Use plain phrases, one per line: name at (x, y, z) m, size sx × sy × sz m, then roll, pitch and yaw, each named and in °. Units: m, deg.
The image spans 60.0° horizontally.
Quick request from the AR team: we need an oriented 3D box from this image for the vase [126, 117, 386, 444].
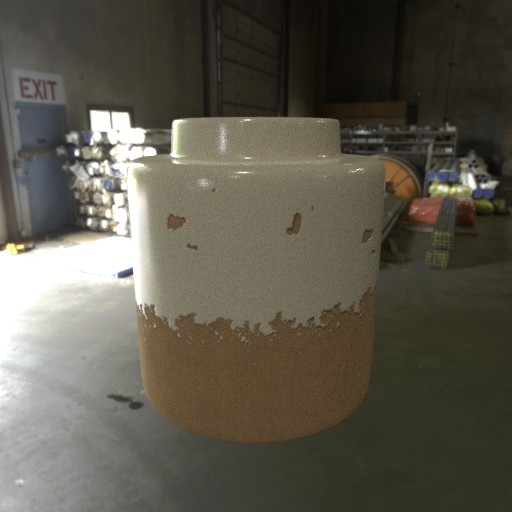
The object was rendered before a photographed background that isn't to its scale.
vase at (0.000, 0.000, 0.285) m, size 0.153 × 0.167 × 0.153 m, roll 0°, pitch 16°, yaw 0°
